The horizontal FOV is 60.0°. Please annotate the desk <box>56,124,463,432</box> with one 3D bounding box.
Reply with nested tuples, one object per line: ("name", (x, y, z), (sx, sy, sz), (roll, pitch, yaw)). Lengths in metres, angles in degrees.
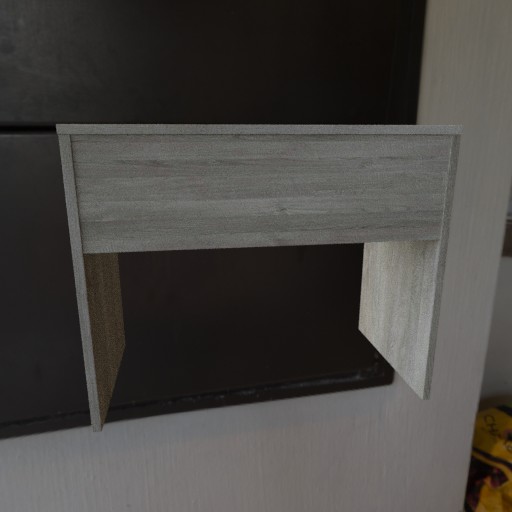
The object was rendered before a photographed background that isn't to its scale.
("desk", (0.000, 0.000, 1.292), (0.893, 0.724, 0.498), (-2, 16, -9))
